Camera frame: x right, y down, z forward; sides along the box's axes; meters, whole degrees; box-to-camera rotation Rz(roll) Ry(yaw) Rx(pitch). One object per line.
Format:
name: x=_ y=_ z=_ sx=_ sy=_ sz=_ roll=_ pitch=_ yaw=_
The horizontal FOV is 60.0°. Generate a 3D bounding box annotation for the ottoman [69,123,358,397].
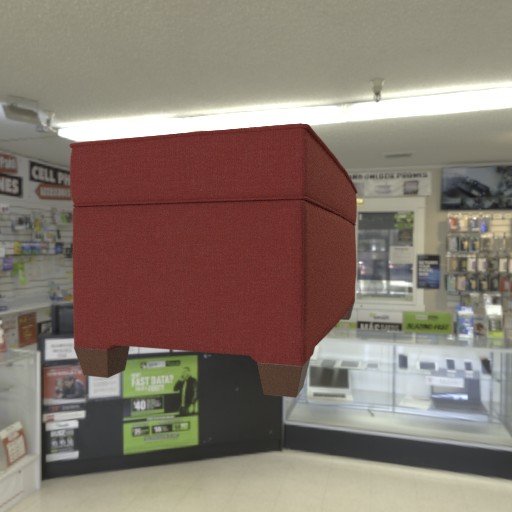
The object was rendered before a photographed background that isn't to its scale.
ottoman: x=0.000 y=0.000 z=1.222 sx=0.497 sy=0.454 sz=0.948 roll=0 pitch=1 yaw=18
